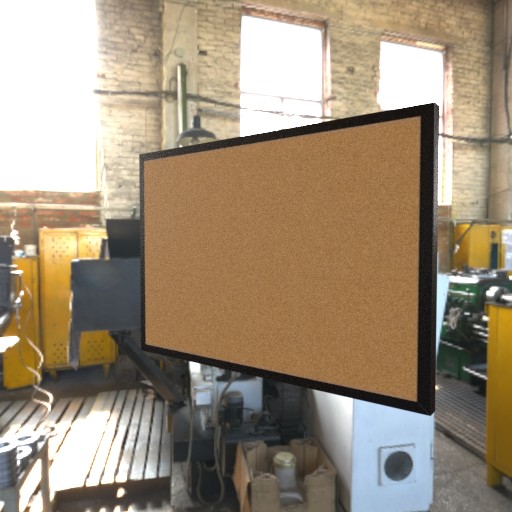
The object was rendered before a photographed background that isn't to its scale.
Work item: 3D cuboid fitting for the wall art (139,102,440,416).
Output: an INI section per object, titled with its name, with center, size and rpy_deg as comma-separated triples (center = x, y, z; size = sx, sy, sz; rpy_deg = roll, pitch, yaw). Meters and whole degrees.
[wall art]
center = 0.000, 0.000, 0.849
size = 0.657, 0.458, 0.027
rpy_deg = 1, 3, 37
